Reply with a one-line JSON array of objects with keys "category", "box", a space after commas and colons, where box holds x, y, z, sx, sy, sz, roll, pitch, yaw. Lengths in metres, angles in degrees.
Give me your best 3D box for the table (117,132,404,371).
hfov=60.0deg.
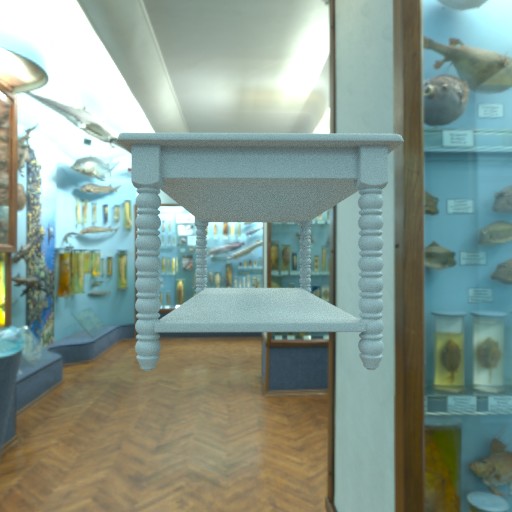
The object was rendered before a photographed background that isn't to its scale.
[{"category": "table", "box": [0.000, 0.000, 1.469, 0.580, 0.487, 1.171, 0, 0, -1]}]
